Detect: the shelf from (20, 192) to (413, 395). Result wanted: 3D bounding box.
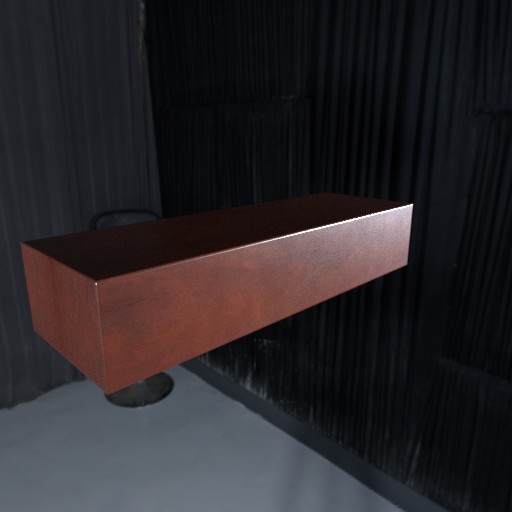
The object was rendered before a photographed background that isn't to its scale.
[{"bbox_3d":[0.000,0.000,0.521,0.457,0.088,0.152,-15,22,-42],"label":"shelf"}]
